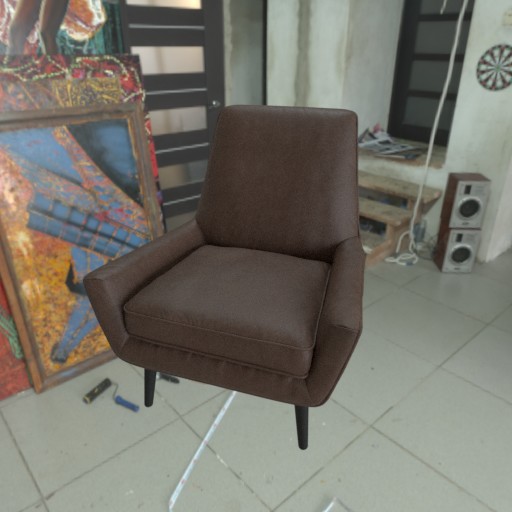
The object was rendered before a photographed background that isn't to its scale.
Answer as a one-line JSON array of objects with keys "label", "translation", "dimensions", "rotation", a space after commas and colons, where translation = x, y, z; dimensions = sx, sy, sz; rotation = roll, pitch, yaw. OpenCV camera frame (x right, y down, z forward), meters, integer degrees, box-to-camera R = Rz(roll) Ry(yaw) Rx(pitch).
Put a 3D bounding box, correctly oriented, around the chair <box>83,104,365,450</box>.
[{"label": "chair", "translation": [0.000, 0.000, 1.491], "dimensions": [0.787, 0.888, 0.824], "rotation": [8, 27, 17]}]
